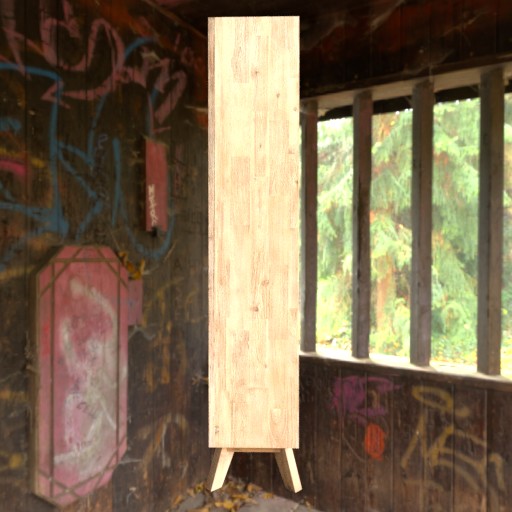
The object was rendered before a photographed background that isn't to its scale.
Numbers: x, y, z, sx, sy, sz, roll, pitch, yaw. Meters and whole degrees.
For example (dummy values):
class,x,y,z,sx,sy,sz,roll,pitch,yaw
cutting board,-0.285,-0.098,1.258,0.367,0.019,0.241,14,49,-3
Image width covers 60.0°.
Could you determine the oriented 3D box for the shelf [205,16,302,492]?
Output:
class,x,y,z,sx,sy,sz,roll,pitch,yaw
shelf,0.000,0.000,1.736,0.308,1.471,0.748,0,1,1
